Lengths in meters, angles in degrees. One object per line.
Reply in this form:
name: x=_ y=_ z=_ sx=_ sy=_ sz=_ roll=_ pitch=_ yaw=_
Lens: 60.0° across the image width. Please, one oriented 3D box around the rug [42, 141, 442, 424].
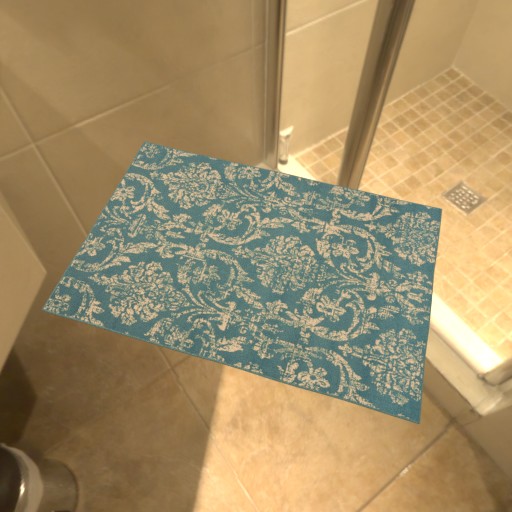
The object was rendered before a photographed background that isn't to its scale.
rug: x=0.000 y=0.000 z=2.341 sx=1.833 sy=0.012 sz=1.211 roll=14 pitch=59 yaw=9
